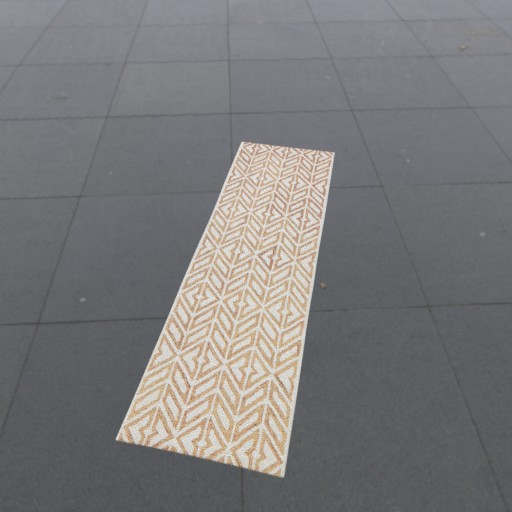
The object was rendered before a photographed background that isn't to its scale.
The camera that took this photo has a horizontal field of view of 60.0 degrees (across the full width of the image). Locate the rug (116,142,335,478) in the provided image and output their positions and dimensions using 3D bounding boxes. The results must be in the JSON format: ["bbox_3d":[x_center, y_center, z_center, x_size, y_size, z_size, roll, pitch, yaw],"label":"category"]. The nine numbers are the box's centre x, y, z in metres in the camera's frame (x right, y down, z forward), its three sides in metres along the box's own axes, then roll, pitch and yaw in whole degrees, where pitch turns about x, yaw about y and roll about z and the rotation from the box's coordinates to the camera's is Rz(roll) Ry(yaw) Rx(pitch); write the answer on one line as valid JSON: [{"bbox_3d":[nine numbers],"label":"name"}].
[{"bbox_3d":[0.000,0.000,2.710,0.750,0.009,2.435,9,47,8],"label":"rug"}]
